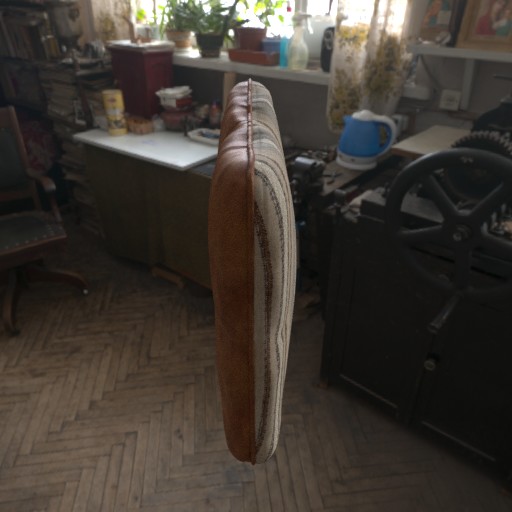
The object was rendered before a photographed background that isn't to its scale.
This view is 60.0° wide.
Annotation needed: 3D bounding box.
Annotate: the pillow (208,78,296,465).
[{"bbox_3d":[0.000,0.000,0.747,0.130,0.490,0.489,0,32,-1],"label":"pillow"}]
